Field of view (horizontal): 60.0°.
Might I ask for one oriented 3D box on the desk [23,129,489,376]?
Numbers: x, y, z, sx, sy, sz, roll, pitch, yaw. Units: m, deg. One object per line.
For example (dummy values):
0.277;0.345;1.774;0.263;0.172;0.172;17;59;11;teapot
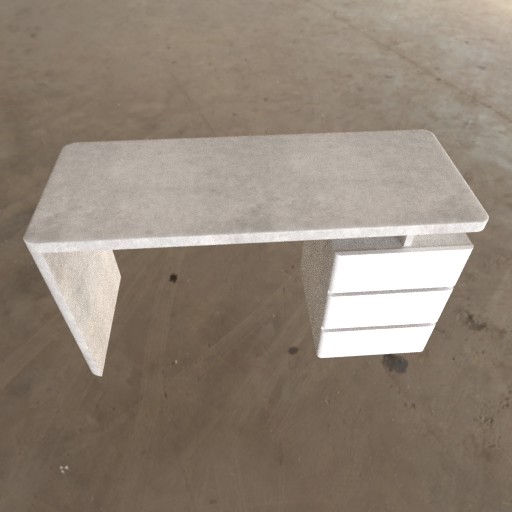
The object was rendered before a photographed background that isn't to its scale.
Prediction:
0.000;0.000;1.765;1.400;0.755;0.550;-3;46;-3;desk
